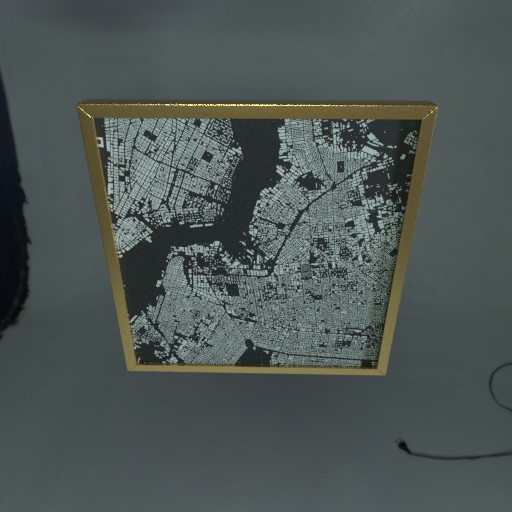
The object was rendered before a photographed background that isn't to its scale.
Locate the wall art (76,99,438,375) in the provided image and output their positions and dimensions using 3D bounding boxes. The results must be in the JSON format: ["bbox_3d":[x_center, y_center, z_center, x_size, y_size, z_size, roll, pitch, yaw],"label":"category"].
[{"bbox_3d":[0.000,0.000,0.458,0.305,0.305,0.023,1,29,1],"label":"wall art"}]
